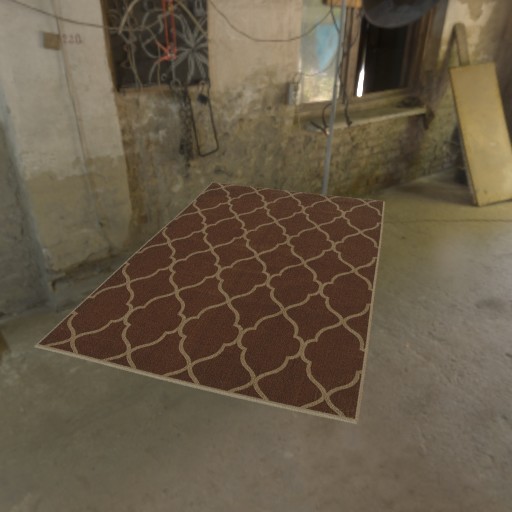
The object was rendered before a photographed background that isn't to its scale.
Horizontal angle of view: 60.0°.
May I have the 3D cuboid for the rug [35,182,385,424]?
[{"bbox_3d":[0.000,0.000,2.861,1.528,0.014,2.294,9,31,14],"label":"rug"}]
